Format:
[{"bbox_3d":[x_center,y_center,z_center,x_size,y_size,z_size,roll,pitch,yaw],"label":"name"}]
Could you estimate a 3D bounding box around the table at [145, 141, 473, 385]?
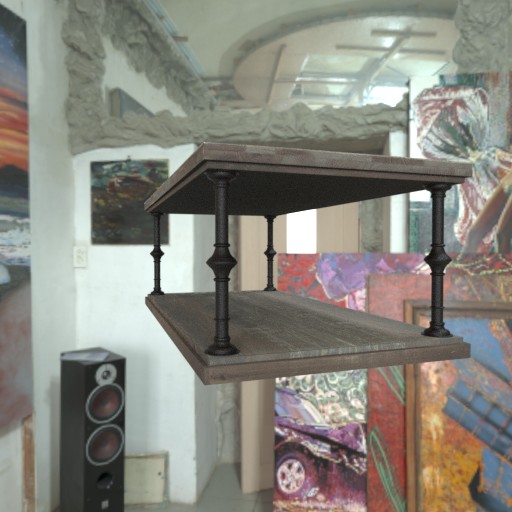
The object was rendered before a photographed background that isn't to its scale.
[{"bbox_3d":[0.000,0.000,1.327,0.554,0.399,1.088,0,1,-19],"label":"table"}]
